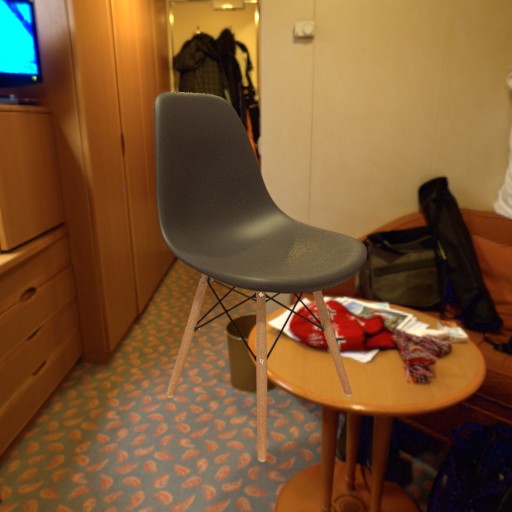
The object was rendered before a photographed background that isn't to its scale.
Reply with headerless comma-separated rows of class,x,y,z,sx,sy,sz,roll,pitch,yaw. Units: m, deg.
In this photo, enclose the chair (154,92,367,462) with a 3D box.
chair,0.000,0.000,1.158,0.533,0.825,0.470,16,23,42
